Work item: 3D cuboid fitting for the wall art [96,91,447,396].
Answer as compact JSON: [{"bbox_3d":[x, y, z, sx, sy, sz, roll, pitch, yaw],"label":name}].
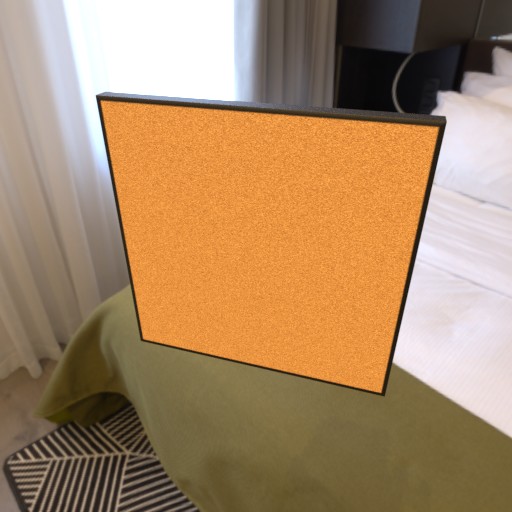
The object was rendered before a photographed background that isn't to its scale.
[{"bbox_3d":[0.000,0.000,1.155,0.769,0.766,0.042,9,33,14],"label":"wall art"}]
